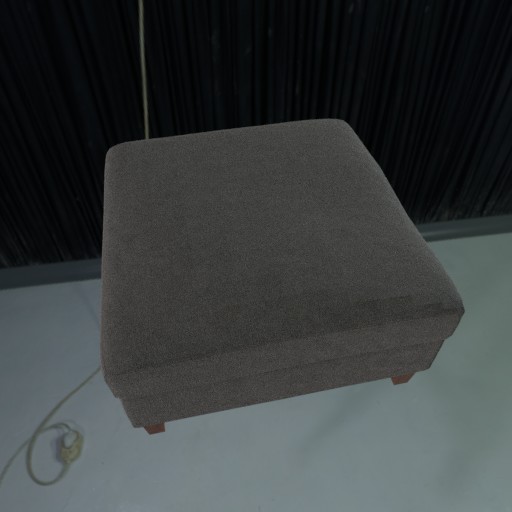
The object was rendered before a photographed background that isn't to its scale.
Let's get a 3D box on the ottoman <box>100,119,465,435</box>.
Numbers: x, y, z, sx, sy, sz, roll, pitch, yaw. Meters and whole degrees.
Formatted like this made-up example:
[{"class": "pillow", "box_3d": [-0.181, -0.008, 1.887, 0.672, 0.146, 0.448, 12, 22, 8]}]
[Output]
[{"class": "ottoman", "box_3d": [0.000, 0.000, 1.399, 0.861, 0.482, 0.881, -9, 48, -8]}]
